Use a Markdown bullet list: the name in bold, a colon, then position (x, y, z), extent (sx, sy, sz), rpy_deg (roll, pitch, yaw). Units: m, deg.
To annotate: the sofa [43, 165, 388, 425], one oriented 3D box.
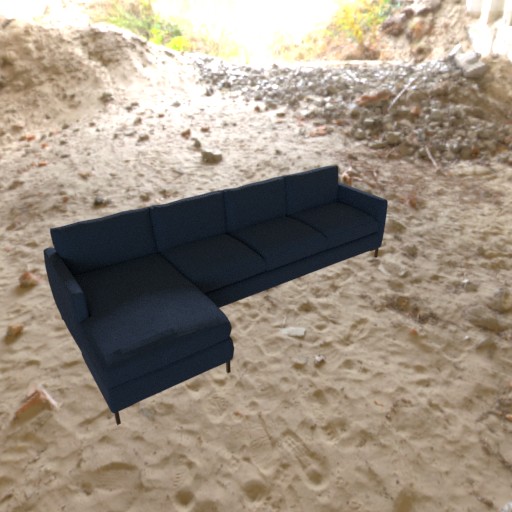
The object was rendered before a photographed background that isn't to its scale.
- **sofa**: position (0.000, 0.000, 2.981), extent (2.450, 0.679, 1.128), rpy_deg (-18, 33, -31)
